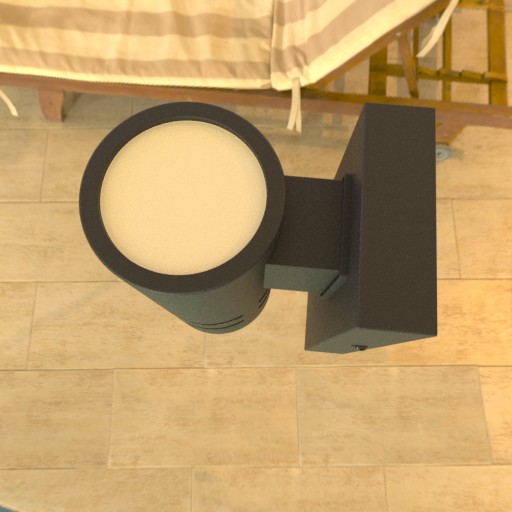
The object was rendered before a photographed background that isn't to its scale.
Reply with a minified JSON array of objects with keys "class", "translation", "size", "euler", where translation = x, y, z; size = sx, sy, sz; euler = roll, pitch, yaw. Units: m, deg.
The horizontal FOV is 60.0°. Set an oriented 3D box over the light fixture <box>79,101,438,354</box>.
[{"class":"light fixture","translation":[0.000,0.000,0.257],"size":[0.138,0.179,0.098],"euler":[5,76,1]}]
